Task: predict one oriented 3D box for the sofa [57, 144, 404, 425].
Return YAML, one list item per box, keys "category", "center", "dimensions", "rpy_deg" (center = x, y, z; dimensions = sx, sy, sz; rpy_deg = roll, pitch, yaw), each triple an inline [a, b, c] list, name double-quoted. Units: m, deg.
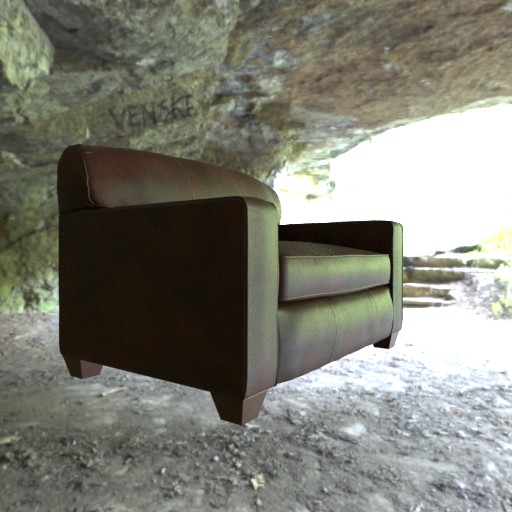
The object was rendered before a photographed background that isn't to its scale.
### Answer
- category: "sofa"
  center: [0.000, 0.000, 2.043]
  dimensions: [1.000, 0.956, 1.413]
  rpy_deg: [0, 1, 36]
